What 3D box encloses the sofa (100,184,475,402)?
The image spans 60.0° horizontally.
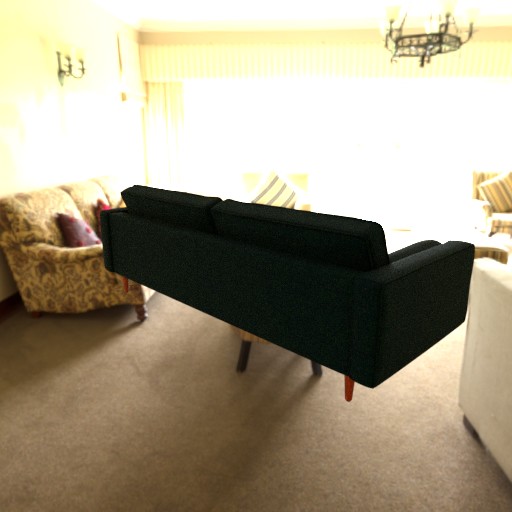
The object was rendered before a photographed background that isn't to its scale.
[{"bbox_3d":[0.000,0.000,2.681,0.914,0.762,2.210,-15,21,-43],"label":"sofa"}]
